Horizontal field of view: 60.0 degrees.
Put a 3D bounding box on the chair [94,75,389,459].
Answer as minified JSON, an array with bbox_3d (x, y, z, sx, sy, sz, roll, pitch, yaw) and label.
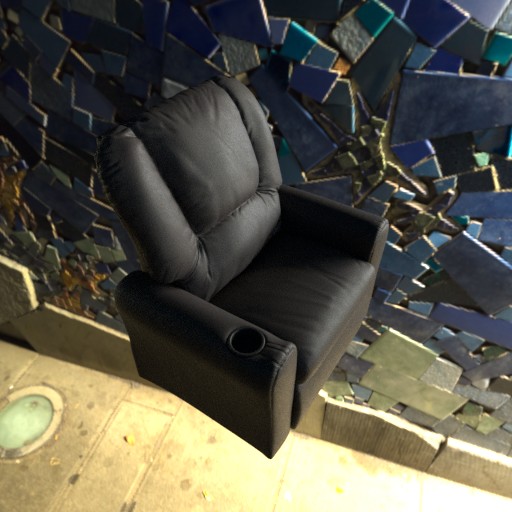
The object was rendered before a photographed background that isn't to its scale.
[{"bbox_3d":[0.000,0.000,1.102,0.521,0.709,0.610,24,46,25],"label":"chair"}]
